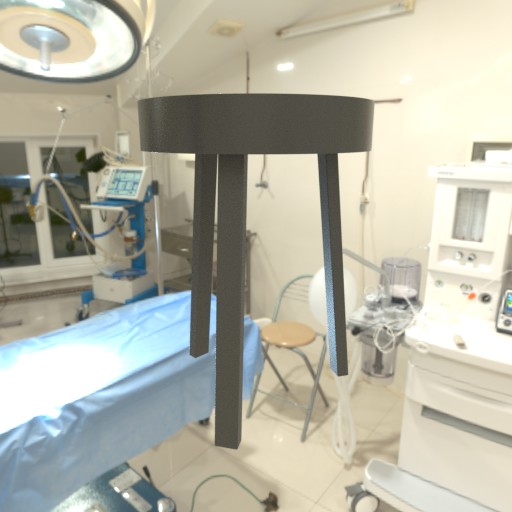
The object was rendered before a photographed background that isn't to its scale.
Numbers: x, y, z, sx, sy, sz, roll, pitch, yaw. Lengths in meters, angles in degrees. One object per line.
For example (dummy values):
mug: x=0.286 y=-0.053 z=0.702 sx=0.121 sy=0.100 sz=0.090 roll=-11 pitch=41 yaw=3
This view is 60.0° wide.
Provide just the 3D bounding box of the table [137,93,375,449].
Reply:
table: x=0.000 y=0.000 z=0.858 sx=0.406 sy=0.559 sz=0.406 roll=0 pitch=15 yaw=0
